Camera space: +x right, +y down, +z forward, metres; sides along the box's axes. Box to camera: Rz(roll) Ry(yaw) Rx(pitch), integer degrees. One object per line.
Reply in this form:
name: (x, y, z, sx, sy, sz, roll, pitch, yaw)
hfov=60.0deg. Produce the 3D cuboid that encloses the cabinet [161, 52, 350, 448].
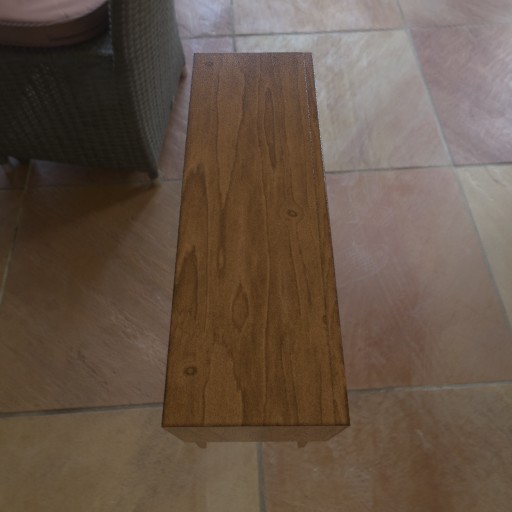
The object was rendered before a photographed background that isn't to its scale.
cabinet: (0.000, 0.000, 1.757, 0.477, 0.802, 1.363, 0, 62, 0)
